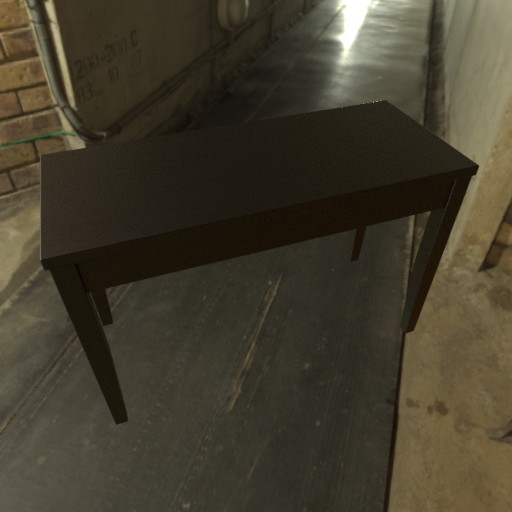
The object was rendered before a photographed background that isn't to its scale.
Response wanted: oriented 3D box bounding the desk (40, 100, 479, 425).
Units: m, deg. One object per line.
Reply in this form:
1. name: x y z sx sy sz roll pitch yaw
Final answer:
1. desk: 0.000 0.000 1.587 1.220 0.775 0.508 -14 44 -15
